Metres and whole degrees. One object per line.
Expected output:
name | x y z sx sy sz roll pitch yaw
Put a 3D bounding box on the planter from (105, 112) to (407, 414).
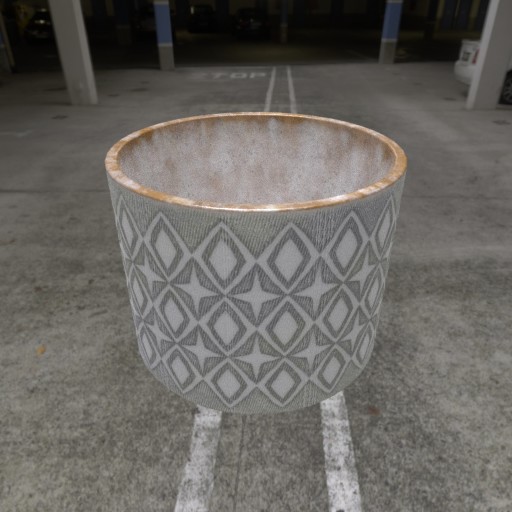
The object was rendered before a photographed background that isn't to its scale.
planter | 0.000 0.000 0.445 0.255 0.223 0.255 0 31 0
